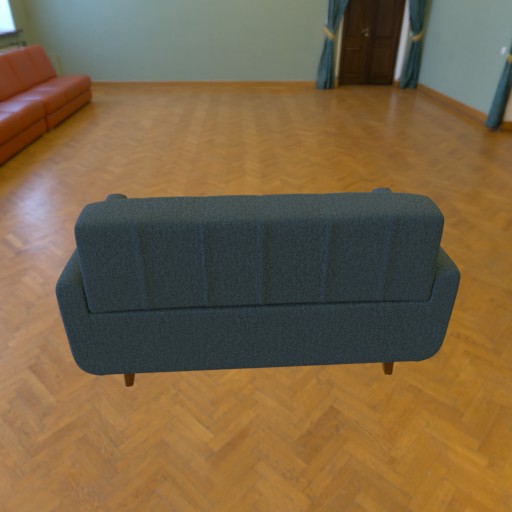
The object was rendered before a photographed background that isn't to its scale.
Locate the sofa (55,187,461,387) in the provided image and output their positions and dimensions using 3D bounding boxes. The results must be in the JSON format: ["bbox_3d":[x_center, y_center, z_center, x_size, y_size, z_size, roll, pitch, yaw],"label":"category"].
[{"bbox_3d":[0.000,0.000,2.244,1.651,0.896,0.942,-2,31,-3],"label":"sofa"}]
